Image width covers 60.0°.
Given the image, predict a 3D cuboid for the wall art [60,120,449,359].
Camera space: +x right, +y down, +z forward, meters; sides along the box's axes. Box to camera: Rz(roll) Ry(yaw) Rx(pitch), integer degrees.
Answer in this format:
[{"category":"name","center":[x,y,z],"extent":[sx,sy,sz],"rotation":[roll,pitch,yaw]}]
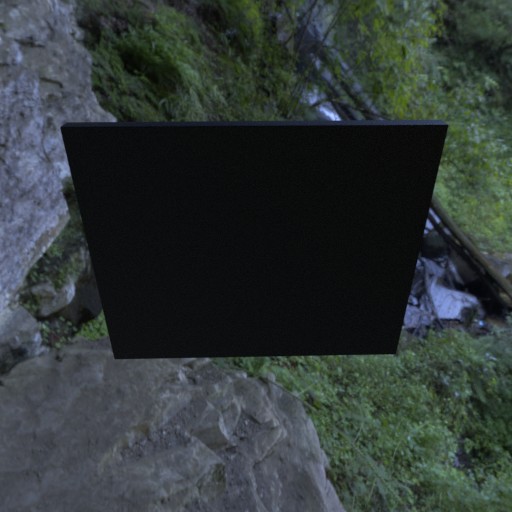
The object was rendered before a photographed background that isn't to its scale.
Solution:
[{"category":"wall art","center":[0.000,0.000,0.766],"extent":[0.558,0.457,0.031],"rotation":[-1,32,-1]}]
